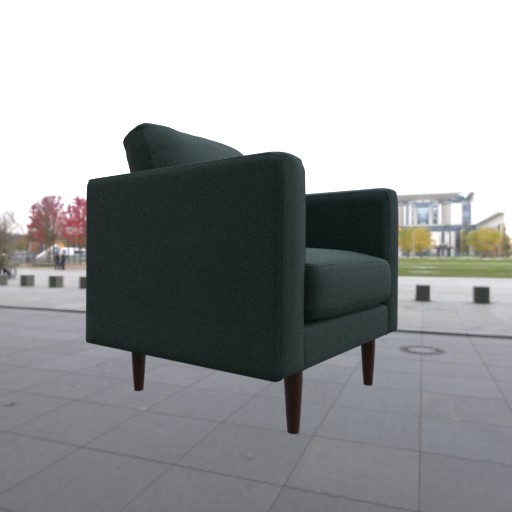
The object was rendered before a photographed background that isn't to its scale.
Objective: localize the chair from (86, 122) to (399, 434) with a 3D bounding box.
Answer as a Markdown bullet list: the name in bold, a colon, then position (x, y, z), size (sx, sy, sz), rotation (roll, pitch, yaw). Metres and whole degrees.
- **chair**: position (0.000, 0.000, 1.564), size (0.800, 0.927, 0.855), rotation (0, 0, 36)
